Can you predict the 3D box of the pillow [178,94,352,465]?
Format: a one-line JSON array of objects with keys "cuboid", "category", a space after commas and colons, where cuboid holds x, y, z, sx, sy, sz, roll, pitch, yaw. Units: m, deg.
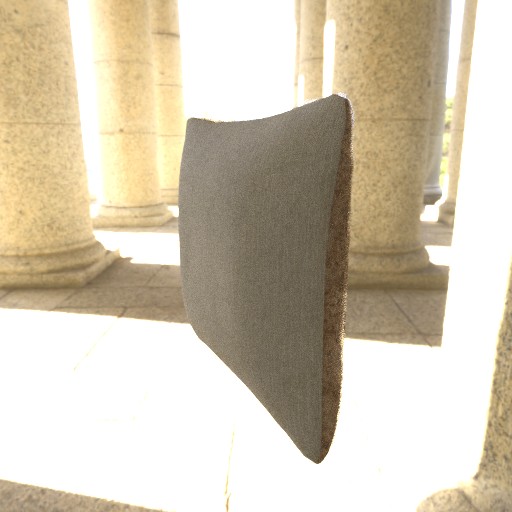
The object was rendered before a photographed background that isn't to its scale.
[{"cuboid": [0.000, 0.000, 0.818, 0.216, 0.525, 0.538, -7, 16, -27], "category": "pillow"}]
